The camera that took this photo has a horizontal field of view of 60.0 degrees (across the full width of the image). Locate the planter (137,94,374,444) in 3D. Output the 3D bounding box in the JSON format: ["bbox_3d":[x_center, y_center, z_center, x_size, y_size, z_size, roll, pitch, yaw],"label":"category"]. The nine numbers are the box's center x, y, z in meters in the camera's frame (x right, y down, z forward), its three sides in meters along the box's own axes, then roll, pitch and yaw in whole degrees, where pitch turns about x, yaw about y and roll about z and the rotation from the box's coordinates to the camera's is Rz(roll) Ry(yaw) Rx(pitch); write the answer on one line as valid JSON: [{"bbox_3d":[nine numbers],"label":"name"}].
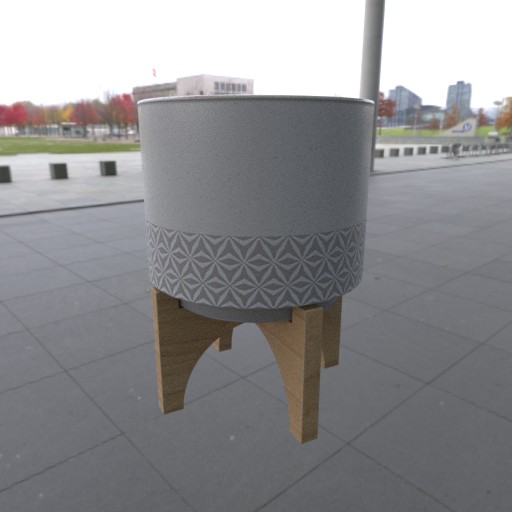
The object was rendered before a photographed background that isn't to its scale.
[{"bbox_3d":[0.000,0.000,0.526,0.249,0.343,0.249,0,16,0],"label":"planter"}]
